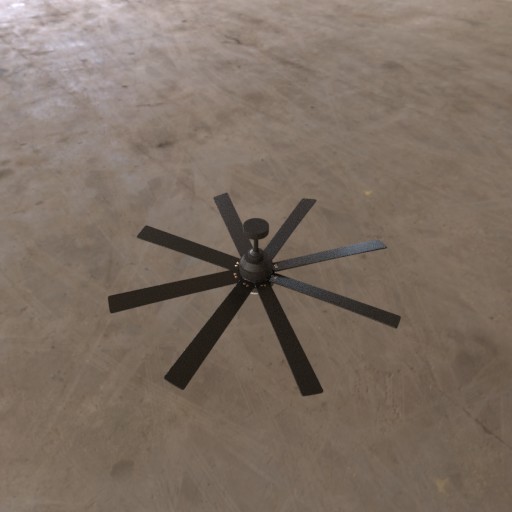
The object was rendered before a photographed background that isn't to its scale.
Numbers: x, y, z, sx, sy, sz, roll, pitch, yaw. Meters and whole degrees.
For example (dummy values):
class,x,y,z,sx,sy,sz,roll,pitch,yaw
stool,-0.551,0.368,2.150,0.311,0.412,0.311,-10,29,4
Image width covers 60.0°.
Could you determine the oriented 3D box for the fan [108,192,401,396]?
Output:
class,x,y,z,sx,sy,sz,roll,pitch,yaw
fan,0.000,0.000,2.740,1.830,0.472,1.830,-12,43,-13
